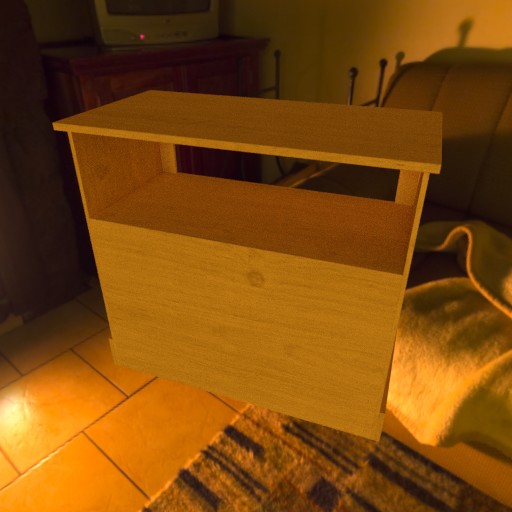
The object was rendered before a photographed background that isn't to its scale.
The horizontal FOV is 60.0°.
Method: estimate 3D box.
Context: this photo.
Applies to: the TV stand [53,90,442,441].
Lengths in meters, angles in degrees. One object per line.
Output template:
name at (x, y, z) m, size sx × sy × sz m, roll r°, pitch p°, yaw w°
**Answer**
TV stand at (0.000, 0.000, 1.279) m, size 0.851 × 0.787 × 0.430 m, roll 11°, pitch 32°, yaw 17°
